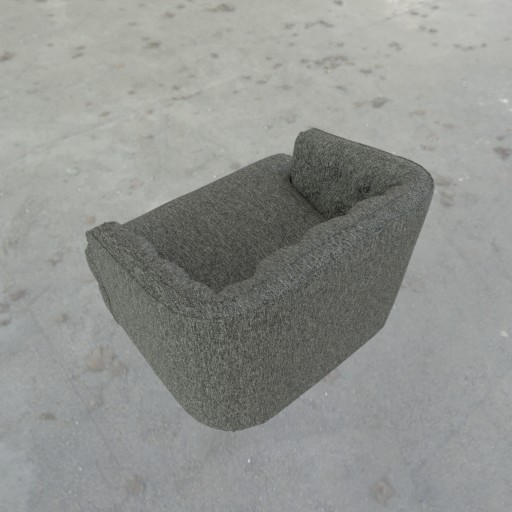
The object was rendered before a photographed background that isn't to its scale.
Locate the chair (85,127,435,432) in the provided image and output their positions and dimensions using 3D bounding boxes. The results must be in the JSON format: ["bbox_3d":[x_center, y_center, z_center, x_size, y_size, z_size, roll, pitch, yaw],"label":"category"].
[{"bbox_3d":[0.000,0.000,1.792,1.104,0.852,0.941,-30,54,-26],"label":"chair"}]
